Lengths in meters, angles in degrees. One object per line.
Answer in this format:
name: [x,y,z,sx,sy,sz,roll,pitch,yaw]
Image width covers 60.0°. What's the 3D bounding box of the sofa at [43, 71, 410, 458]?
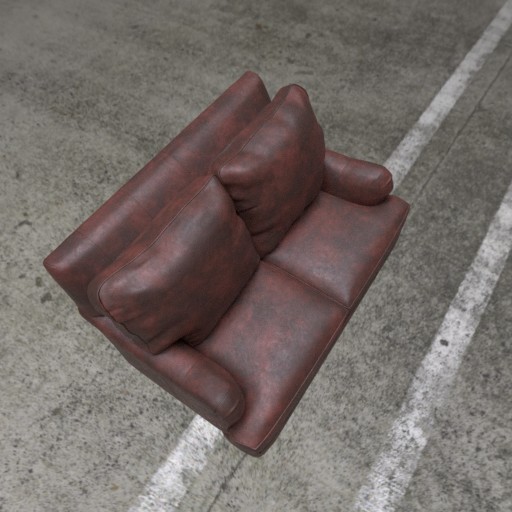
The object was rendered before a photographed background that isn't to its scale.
sofa: [0.000,0.000,2.362,1.148,1.070,1.628,30,63,17]
